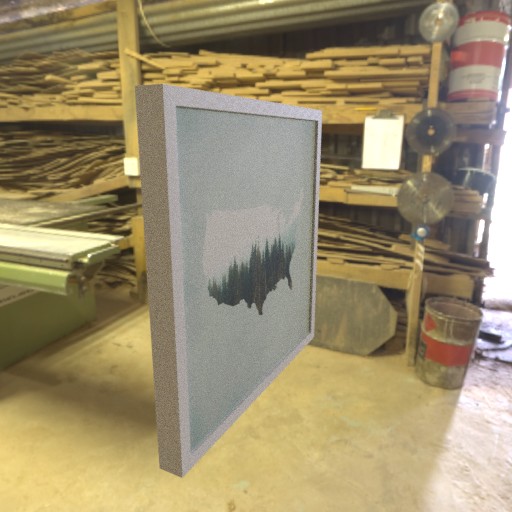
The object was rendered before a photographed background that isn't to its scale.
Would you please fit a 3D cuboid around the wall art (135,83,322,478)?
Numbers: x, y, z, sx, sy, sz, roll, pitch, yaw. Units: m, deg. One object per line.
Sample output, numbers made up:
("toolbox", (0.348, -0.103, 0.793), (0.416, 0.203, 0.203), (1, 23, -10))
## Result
("wall art", (0.000, 0.000, 0.771), (0.040, 0.509, 0.509), (8, 16, 27))
